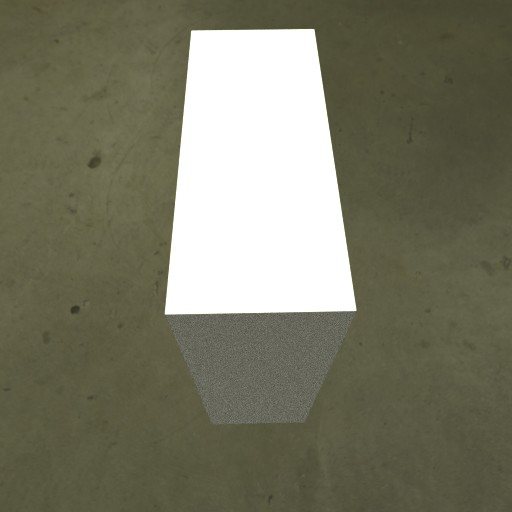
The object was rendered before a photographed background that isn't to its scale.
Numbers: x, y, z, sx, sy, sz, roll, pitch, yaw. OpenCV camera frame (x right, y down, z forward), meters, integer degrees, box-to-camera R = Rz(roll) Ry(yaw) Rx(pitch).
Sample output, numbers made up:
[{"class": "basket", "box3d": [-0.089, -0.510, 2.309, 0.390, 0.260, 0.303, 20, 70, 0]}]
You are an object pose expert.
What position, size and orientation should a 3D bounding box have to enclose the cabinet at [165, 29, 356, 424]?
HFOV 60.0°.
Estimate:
[{"class": "cabinet", "box3d": [0.000, 0.000, 1.692, 0.400, 1.190, 1.000, -1, 59, -1]}]
